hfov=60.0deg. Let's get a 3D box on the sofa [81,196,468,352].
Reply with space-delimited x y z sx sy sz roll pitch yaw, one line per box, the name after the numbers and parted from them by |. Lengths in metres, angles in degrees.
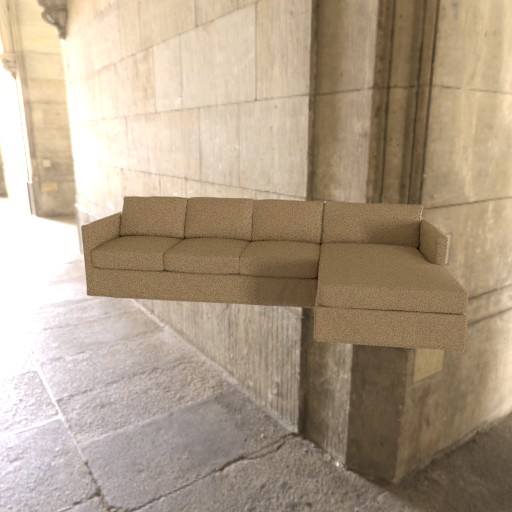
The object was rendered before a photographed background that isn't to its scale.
0.000 0.000 3.942 3.206 0.871 1.622 2 15 9 | sofa
